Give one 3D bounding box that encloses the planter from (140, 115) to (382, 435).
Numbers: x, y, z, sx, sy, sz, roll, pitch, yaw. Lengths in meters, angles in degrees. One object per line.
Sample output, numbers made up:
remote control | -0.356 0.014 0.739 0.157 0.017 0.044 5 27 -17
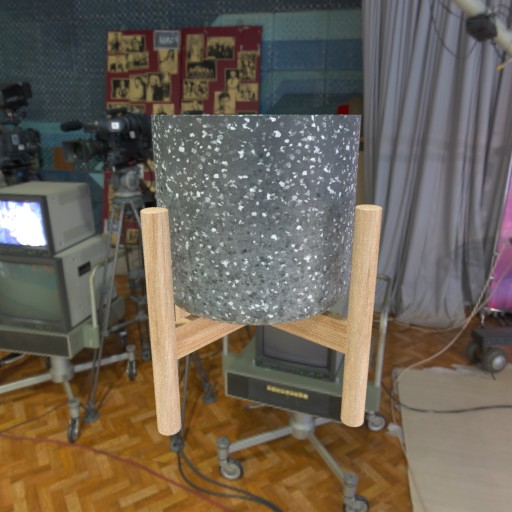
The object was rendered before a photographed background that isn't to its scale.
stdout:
planter | 0.000 0.000 0.528 0.284 0.320 0.284 -9 20 -25
